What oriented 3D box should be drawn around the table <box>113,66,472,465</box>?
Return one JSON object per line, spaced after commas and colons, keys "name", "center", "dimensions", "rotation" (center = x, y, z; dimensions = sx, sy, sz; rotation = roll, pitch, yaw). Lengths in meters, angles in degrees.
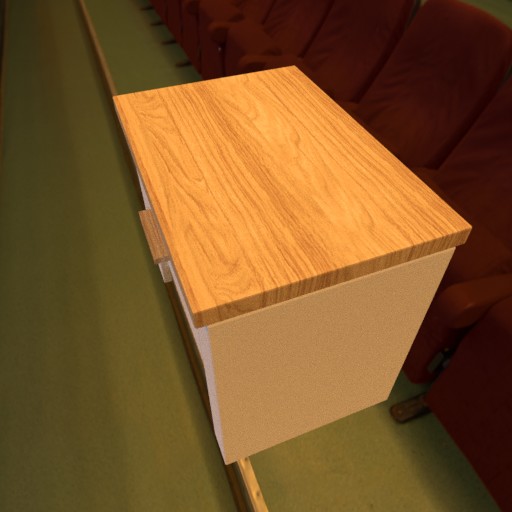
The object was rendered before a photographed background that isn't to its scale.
{"name": "table", "center": [0.000, 0.000, 0.802], "dimensions": [0.360, 0.440, 0.500], "rotation": [-16, 48, -15]}
